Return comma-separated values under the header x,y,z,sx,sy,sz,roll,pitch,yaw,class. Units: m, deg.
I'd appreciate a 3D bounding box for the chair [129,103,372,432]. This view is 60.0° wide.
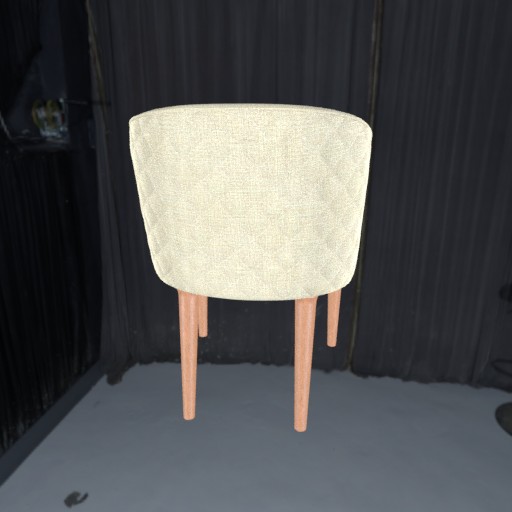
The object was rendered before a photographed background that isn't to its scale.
x,y,z,sx,sy,sz,roll,pitch,yaw,class
0.000,0.000,1.225,0.584,0.775,0.616,3,17,9,chair
